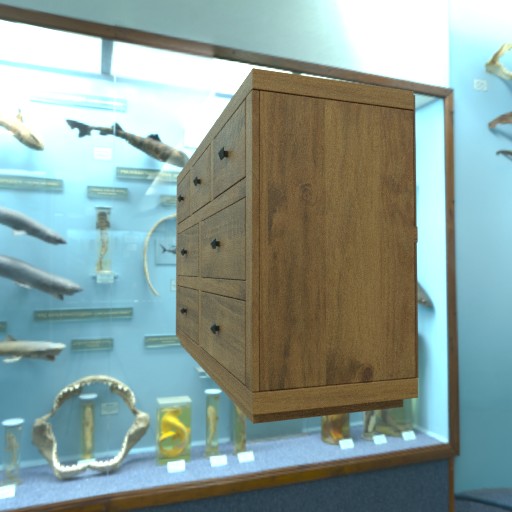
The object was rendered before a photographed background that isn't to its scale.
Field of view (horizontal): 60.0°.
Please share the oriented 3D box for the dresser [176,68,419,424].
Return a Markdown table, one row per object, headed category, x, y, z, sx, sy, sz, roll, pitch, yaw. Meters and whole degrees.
| category | x | y | z | sx | sy | sz | roll | pitch | yaw |
| --- | --- | --- | --- | --- | --- | --- | --- | --- | --- |
| dresser | 0.000 | 0.000 | 1.669 | 0.479 | 0.825 | 1.261 | 1 | -2 | -18 |
